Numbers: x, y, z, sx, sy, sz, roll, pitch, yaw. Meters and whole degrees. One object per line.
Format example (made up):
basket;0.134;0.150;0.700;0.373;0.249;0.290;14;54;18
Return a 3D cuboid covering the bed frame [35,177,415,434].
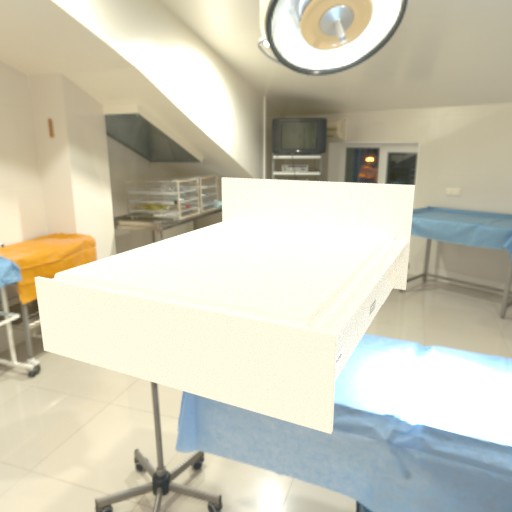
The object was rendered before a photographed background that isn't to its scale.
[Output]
bed frame;0.000;0.000;2.830;1.622;0.800;1.960;7;16;25
